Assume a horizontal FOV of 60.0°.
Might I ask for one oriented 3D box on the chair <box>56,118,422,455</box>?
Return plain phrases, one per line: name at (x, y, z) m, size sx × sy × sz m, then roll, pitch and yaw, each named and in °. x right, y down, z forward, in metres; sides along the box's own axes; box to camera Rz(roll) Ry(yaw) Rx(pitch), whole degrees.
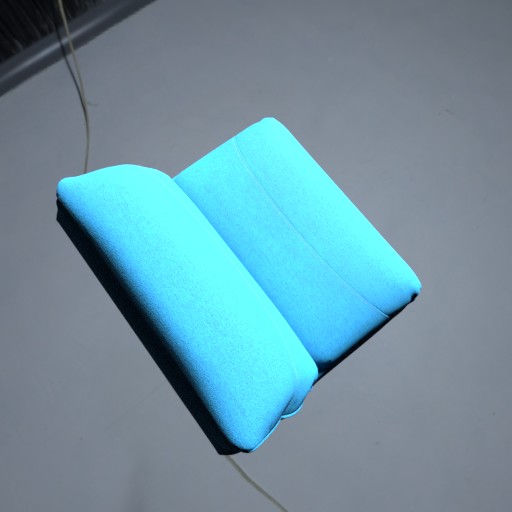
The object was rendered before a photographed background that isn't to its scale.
chair at (0.000, 0.000, 1.338) m, size 0.780 × 0.580 × 0.820 m, roll -37°, pitch 78°, yaw -9°
